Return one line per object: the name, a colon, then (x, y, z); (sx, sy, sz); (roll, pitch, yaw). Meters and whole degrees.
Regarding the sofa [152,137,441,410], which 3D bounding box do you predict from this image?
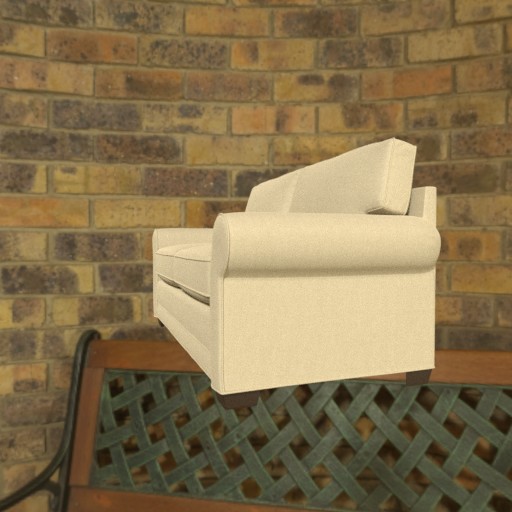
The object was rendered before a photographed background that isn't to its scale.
sofa: (0.000, 0.000, 2.276); (0.861, 0.933, 1.774); (-1, 2, -20)
